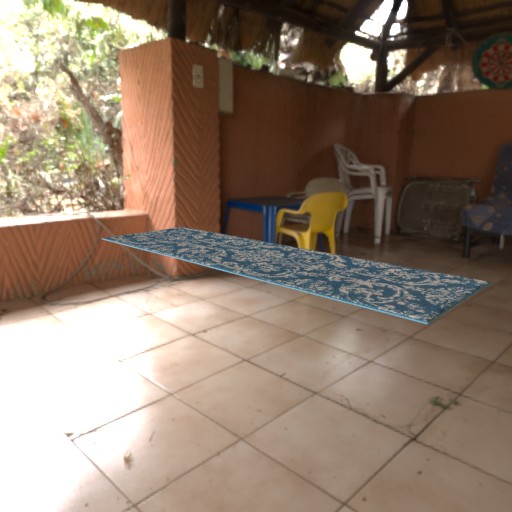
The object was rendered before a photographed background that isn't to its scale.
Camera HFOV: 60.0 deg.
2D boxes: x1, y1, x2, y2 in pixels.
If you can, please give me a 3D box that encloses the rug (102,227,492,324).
[{"bbox_3d":[0.000,0.000,2.425,2.196,0.011,0.662,12,18,42],"label":"rug"}]
